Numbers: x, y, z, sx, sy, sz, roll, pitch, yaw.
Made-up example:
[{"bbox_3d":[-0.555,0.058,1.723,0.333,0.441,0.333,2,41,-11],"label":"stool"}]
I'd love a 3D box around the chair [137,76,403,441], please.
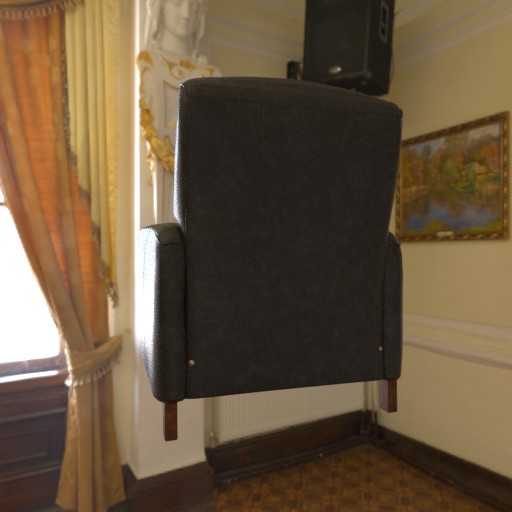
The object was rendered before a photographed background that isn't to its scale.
[{"bbox_3d":[0.000,0.000,1.654,0.848,1.014,0.864,0,0,-18],"label":"chair"}]
